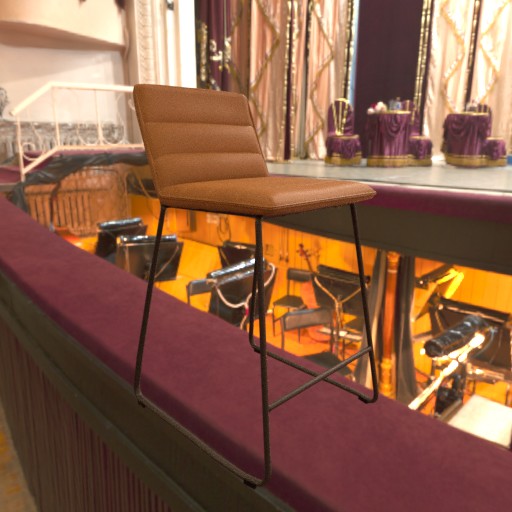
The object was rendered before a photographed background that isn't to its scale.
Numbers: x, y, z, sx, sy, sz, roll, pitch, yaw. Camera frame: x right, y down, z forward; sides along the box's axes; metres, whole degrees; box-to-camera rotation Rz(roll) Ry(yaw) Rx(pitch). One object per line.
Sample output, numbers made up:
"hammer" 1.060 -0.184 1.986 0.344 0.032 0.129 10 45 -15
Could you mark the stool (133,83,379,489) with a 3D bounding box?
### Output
"stool" 0.000 0.000 1.162 0.489 0.866 0.524 -14 20 -43
